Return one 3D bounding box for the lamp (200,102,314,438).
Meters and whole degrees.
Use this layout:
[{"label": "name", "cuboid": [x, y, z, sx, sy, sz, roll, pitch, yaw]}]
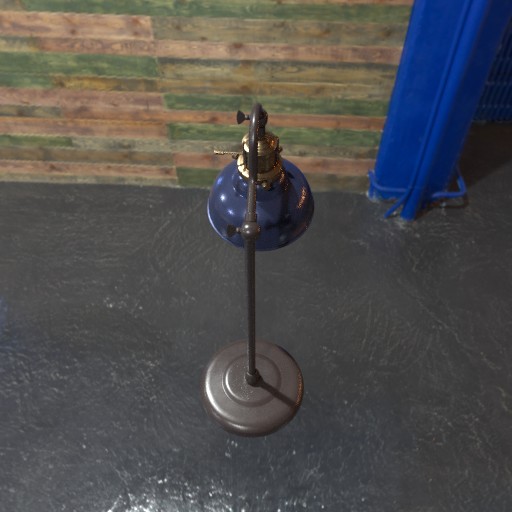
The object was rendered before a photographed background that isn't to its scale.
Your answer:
[{"label": "lamp", "cuboid": [0.000, 0.000, 0.703, 0.192, 0.508, 0.374, 3, 46, 3]}]
